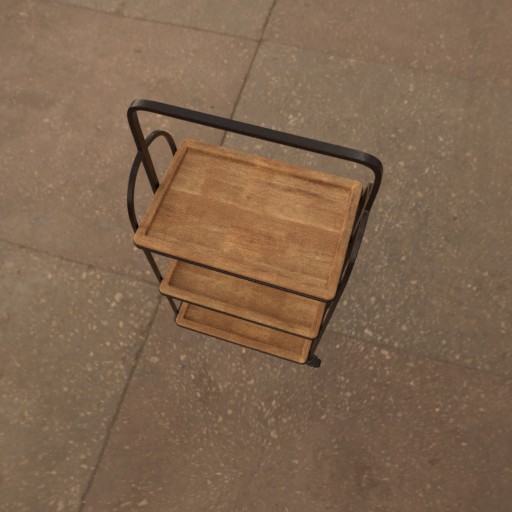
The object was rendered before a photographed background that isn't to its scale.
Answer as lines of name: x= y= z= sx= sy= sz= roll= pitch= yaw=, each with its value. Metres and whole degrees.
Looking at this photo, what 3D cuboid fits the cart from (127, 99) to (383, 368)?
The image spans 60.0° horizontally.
cart: x=0.000 y=0.000 z=1.231 sx=0.553 sy=1.001 sz=0.327 roll=16 pitch=65 yaw=8
